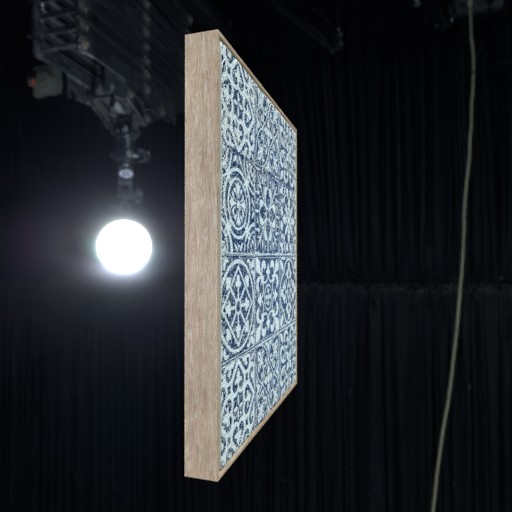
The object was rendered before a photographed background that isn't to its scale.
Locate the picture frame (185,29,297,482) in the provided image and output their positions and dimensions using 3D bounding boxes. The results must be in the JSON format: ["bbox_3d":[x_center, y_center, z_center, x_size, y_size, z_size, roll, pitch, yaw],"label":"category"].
[{"bbox_3d":[0.000,0.000,0.724,0.043,0.526,0.424,0,0,18],"label":"picture frame"}]
